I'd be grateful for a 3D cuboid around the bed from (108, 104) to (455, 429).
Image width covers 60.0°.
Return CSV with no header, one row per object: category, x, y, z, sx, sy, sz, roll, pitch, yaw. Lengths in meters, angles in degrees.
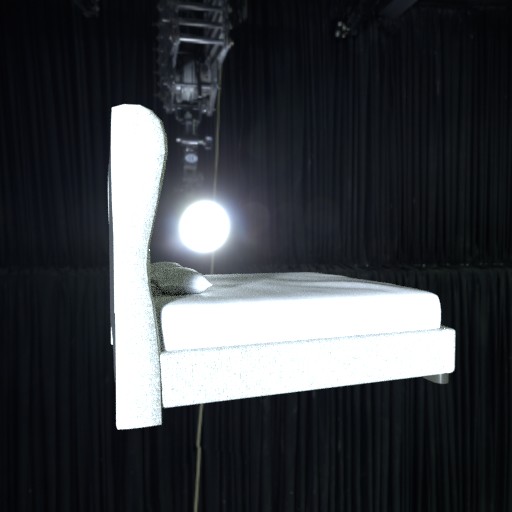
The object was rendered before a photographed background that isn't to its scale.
bed,0.000,0.000,3.757,2.347,1.771,2.219,-1,3,-19
